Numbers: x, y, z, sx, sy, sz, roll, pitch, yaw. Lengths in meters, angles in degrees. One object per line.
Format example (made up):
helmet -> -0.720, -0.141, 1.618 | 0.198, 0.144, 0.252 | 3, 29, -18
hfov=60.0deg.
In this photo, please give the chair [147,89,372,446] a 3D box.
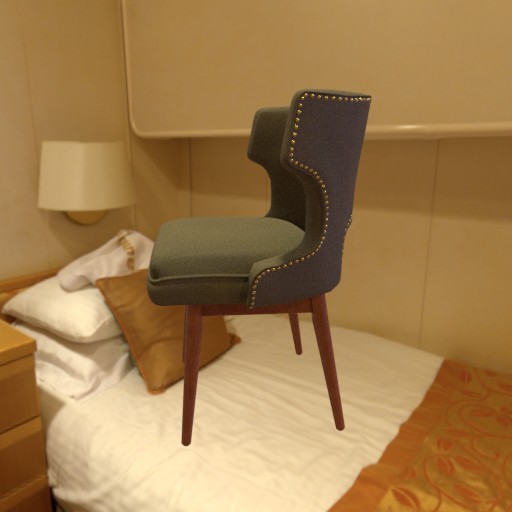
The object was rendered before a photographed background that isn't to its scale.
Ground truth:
chair -> 0.000, 0.000, 1.263 | 0.581, 0.863, 0.595 | -2, 14, -9
